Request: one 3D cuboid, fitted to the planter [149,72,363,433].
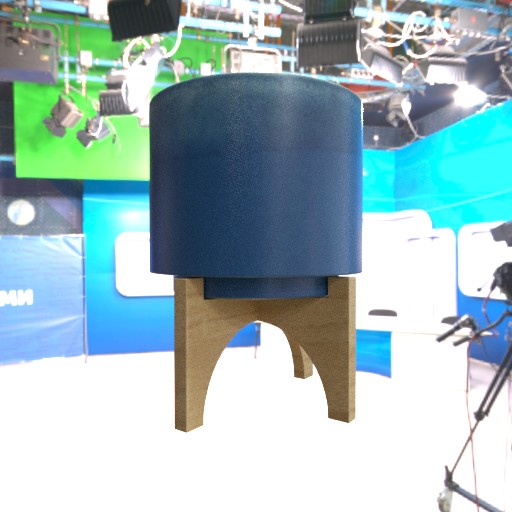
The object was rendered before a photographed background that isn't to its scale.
[{"bbox_3d":[0.000,0.000,0.410,0.192,0.263,0.192,0,0,0],"label":"planter"}]
